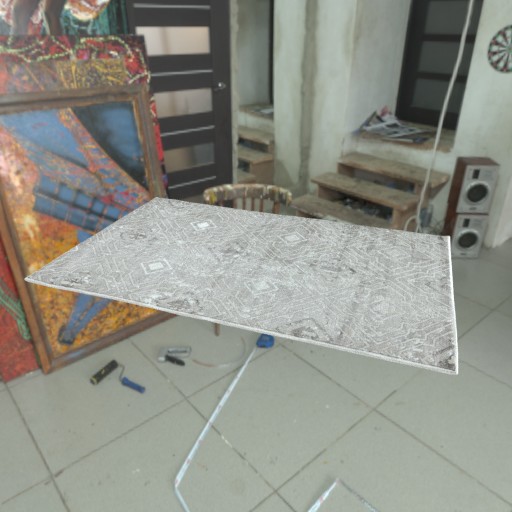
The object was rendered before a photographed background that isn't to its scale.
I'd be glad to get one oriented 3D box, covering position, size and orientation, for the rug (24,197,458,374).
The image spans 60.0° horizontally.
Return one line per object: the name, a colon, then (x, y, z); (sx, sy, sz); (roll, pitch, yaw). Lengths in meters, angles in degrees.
rug: (0.000, 0.000, 2.952); (2.447, 0.036, 1.537); (9, 29, 18)
